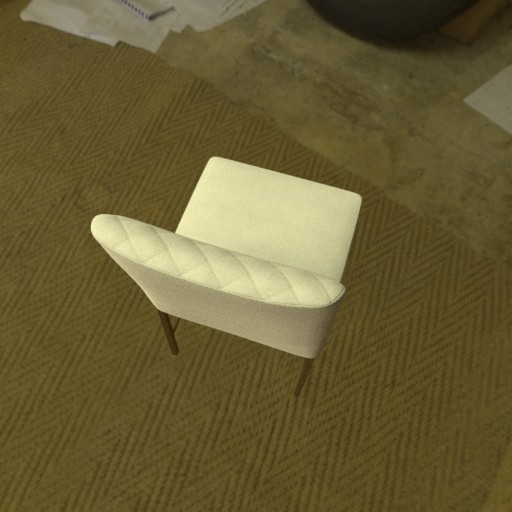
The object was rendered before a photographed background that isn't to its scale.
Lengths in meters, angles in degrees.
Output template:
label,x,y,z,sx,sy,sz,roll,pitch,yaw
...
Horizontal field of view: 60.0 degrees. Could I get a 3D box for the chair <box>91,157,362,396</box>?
label,x,y,z,sx,sy,sz,roll,pitch,yaw
chair,0.000,0.000,1.257,0.503,0.933,0.597,16,64,8
